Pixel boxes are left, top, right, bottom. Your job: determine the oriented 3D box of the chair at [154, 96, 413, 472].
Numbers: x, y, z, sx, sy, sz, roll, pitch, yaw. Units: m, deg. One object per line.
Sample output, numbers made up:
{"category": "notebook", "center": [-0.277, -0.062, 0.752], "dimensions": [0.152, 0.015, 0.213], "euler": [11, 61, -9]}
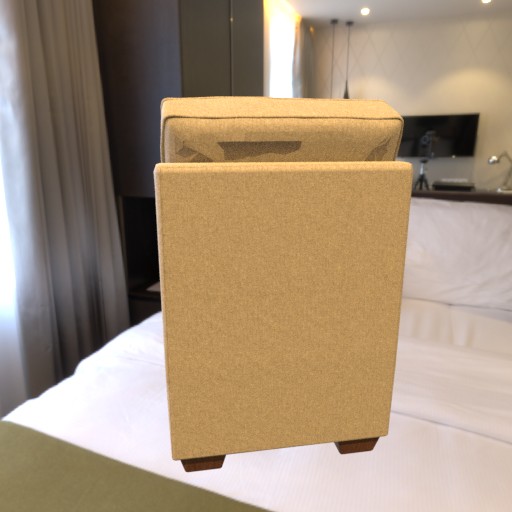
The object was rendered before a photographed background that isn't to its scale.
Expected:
{"category": "chair", "center": [0.000, 0.000, 1.658], "dimensions": [0.674, 1.058, 1.020], "euler": [-2, 15, -9]}
